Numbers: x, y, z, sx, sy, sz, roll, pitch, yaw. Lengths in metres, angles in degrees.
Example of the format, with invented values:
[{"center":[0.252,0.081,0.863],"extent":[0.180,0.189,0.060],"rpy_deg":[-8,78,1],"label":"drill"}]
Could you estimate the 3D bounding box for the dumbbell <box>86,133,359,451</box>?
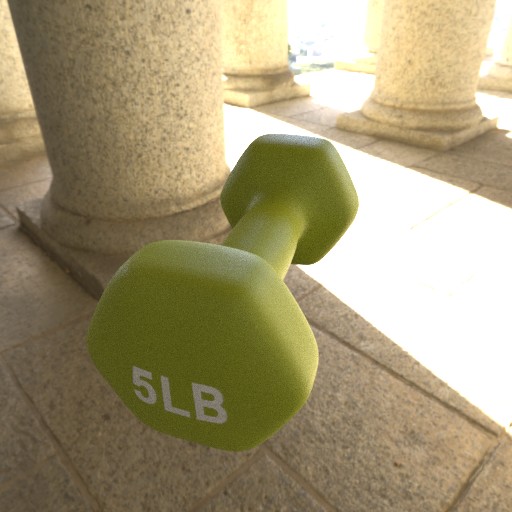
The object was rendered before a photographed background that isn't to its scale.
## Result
[{"center":[0.000,0.000,0.201],"extent":[0.080,0.072,0.164],"rpy_deg":[10,33,15],"label":"dumbbell"}]
